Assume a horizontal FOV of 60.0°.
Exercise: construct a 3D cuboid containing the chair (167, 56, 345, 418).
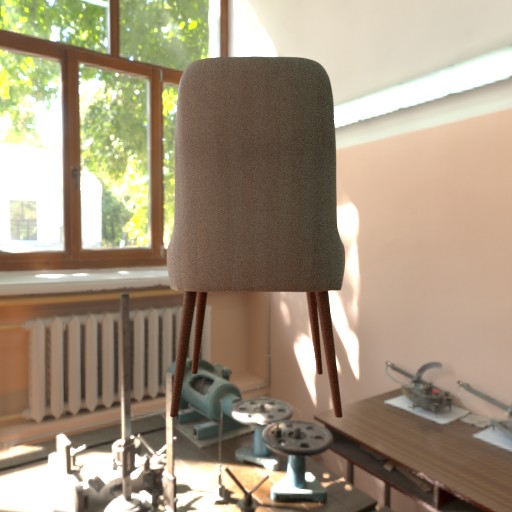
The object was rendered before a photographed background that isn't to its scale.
[{"bbox_3d":[0.000,0.000,1.332,0.526,0.917,0.684,0,2,1],"label":"chair"}]
